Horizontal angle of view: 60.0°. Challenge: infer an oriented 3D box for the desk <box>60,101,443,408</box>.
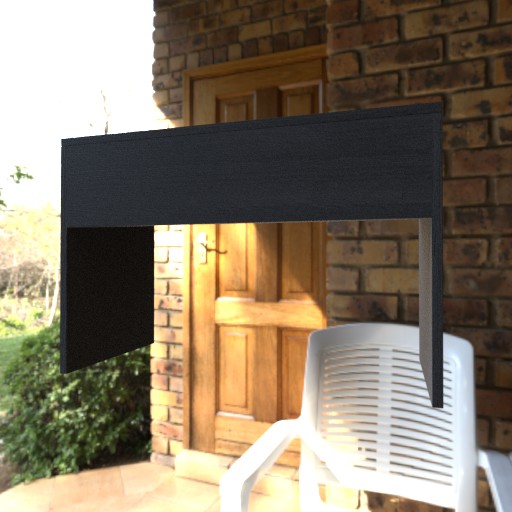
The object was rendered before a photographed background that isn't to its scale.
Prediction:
[{"bbox_3d":[0.000,0.000,1.480,1.099,0.729,0.557,0,0,17],"label":"desk"}]
